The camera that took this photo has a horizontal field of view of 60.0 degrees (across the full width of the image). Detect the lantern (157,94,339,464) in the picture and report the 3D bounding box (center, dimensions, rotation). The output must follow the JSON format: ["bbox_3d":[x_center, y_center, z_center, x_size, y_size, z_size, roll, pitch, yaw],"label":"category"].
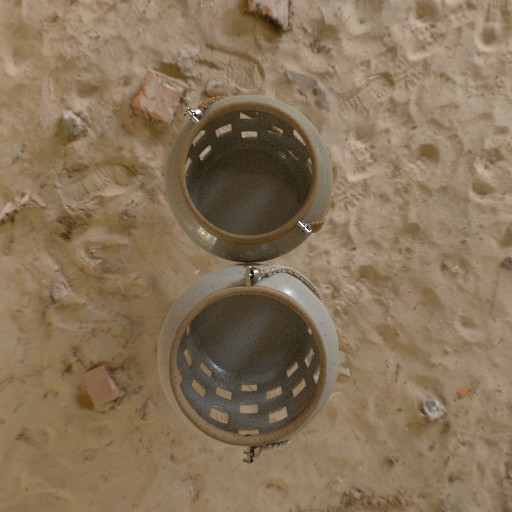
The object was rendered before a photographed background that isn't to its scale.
[{"bbox_3d":[0.000,0.000,0.485,0.184,0.255,0.347,0,90,-1],"label":"lantern"}]
